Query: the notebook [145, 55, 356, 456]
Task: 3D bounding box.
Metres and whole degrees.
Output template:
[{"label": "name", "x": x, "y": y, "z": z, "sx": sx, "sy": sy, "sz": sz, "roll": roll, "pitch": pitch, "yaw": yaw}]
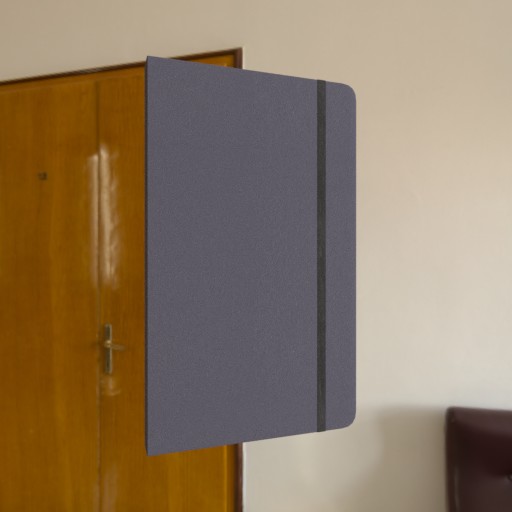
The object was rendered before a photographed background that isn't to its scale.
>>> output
[{"label": "notebook", "x": 0.000, "y": 0.000, "z": 0.262, "sx": 0.127, "sy": 0.213, "sz": 0.016, "roll": 0, "pitch": 0, "yaw": -19}]
